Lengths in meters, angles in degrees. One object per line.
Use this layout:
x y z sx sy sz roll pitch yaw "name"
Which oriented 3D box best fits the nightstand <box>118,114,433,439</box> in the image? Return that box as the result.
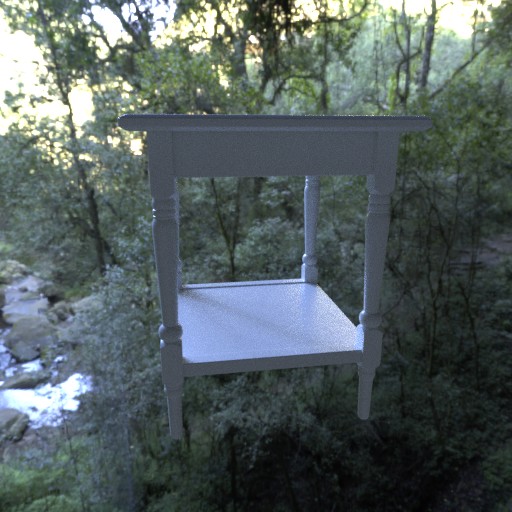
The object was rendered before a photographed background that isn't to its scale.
0.000 0.000 0.944 0.459 0.555 0.505 -2 16 -9 "nightstand"
